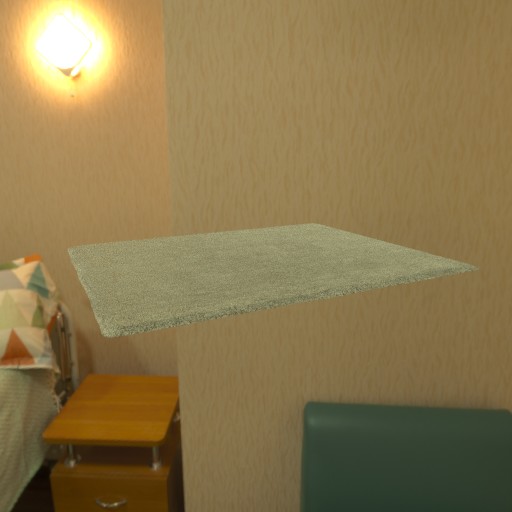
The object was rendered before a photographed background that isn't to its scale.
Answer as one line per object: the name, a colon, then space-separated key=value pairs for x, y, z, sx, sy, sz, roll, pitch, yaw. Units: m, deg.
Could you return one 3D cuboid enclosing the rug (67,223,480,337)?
rug: x=0.000 y=0.000 z=3.909 sx=2.933 sy=0.027 sz=2.332 roll=-7 pitch=16 yaw=-26
